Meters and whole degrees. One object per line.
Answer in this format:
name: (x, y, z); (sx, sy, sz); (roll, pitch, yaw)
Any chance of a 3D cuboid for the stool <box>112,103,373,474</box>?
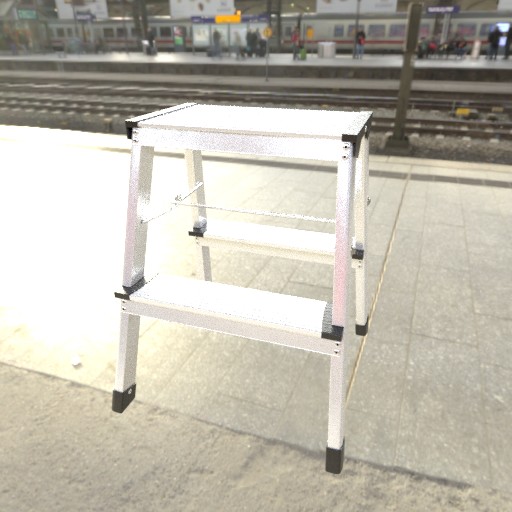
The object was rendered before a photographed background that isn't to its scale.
stool: (0.000, 0.000, 0.784); (0.404, 0.480, 0.405); (8, 28, 17)
